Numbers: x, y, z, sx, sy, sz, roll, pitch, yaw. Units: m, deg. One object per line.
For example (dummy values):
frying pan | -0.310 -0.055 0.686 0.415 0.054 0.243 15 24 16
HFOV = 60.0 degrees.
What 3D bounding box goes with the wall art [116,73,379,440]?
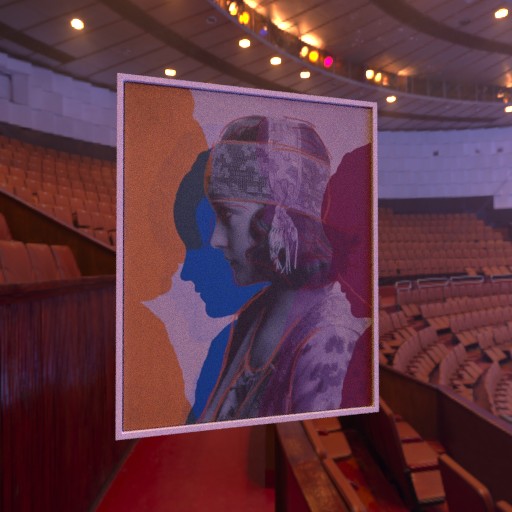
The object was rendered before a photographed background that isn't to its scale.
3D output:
wall art | 0.000 0.000 0.738 0.443 0.549 0.030 0 -1 -16
